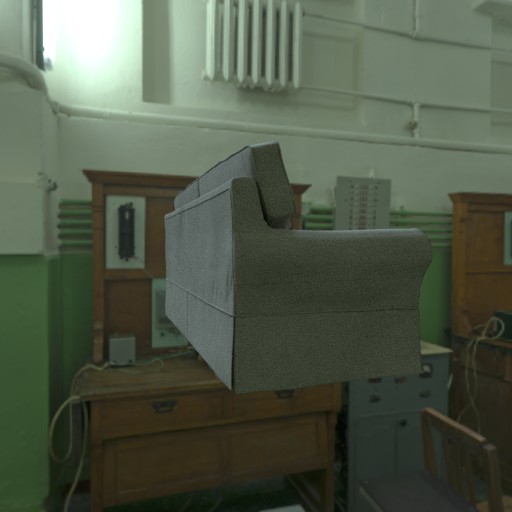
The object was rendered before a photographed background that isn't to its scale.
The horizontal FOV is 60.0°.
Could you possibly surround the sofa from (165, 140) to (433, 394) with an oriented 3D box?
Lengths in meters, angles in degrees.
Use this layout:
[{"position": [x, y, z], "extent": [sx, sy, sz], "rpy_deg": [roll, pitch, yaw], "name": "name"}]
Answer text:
[{"position": [0.000, 0.000, 2.809], "extent": [0.900, 1.014, 2.246], "rpy_deg": [0, 1, -19], "name": "sofa"}]
